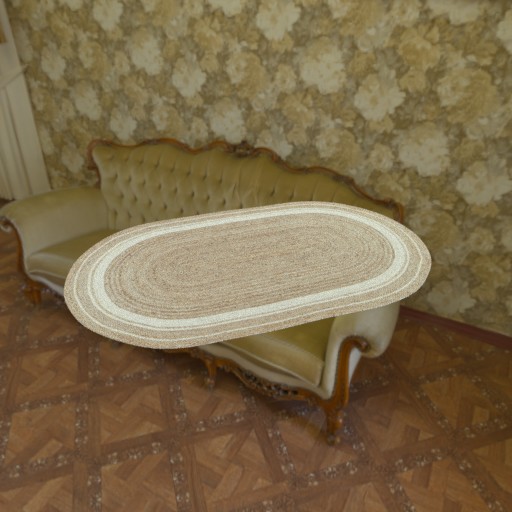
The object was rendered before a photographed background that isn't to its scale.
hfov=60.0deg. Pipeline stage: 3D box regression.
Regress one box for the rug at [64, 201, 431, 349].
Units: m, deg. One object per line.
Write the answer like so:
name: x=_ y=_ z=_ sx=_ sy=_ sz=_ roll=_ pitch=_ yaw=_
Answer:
rug: x=0.000 y=0.000 z=2.995 sx=2.432 sy=0.006 sz=1.520 roll=-10 pitch=32 yaw=-16
